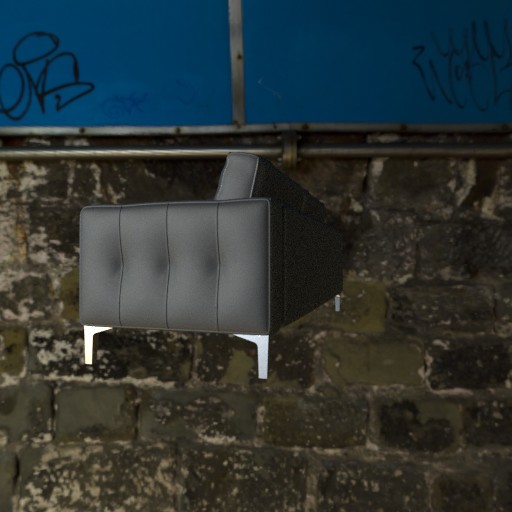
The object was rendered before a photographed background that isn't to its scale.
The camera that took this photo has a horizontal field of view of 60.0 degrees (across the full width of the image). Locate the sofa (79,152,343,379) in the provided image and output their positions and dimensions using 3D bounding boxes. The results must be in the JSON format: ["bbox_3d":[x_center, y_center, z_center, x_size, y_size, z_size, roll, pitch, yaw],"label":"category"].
[{"bbox_3d":[0.000,0.000,2.743,0.833,0.893,2.275,0,0,17],"label":"sofa"}]
